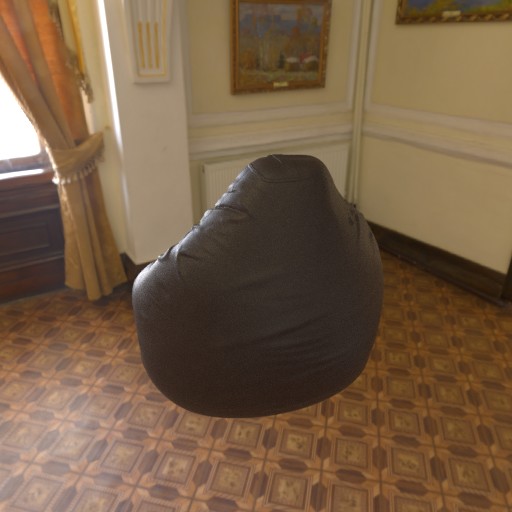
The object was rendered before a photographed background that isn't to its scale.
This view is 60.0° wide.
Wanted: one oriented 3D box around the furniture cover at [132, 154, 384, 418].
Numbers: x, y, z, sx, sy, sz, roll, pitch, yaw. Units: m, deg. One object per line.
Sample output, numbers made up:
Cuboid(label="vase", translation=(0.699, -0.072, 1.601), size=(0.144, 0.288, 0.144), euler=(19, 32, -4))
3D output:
Cuboid(label="furniture cover", translation=(0.000, 0.000, 1.904), size=(1.070, 0.990, 1.070), euler=(-9, 28, -18))
